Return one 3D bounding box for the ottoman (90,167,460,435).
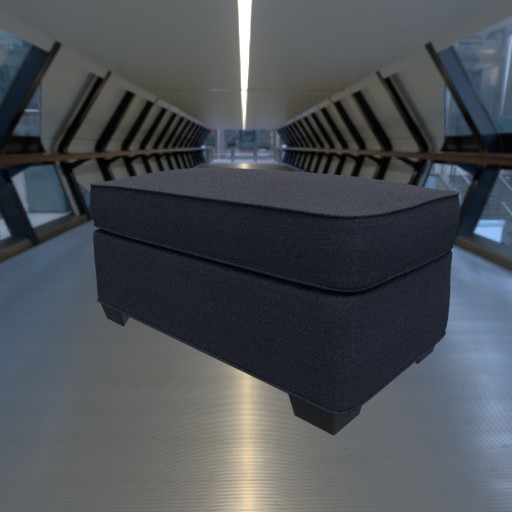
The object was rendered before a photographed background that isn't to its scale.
[{"bbox_3d":[0.000,0.000,1.189,0.895,0.453,0.505,13,20,41],"label":"ottoman"}]
